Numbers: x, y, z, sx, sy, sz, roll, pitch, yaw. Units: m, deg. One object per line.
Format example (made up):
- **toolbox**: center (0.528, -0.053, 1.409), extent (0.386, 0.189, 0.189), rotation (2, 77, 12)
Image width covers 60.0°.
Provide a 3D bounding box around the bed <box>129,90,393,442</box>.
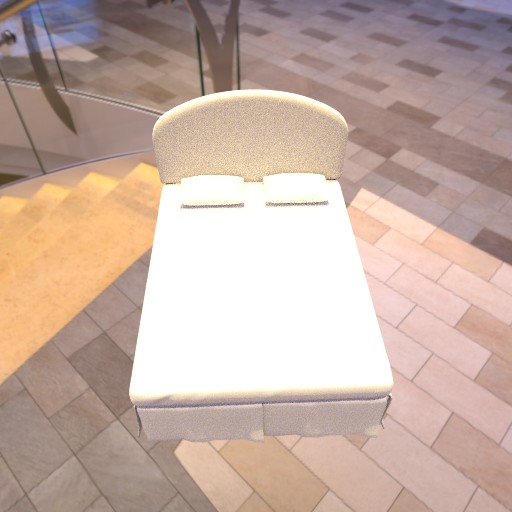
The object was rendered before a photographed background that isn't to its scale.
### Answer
- **bed**: center (0.000, 0.000, 3.037), extent (1.607, 1.410, 2.005), rotation (-2, 47, -2)
